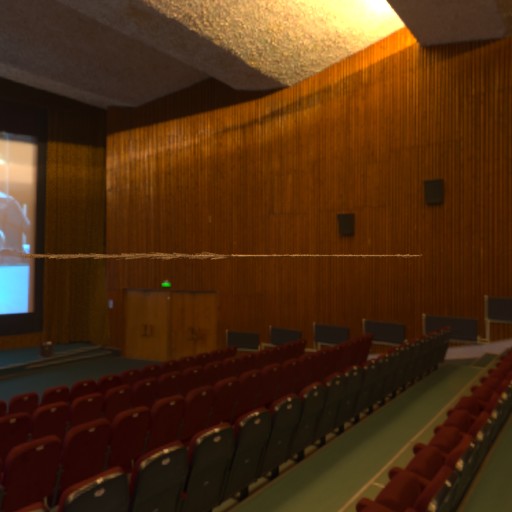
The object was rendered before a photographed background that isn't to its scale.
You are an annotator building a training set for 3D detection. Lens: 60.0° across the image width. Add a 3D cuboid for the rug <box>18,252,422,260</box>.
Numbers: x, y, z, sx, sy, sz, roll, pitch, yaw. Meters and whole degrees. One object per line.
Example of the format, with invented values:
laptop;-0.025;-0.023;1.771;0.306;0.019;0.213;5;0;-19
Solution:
rug;0.000;0.000;2.450;1.224;0.027;2.021;0;0;37
